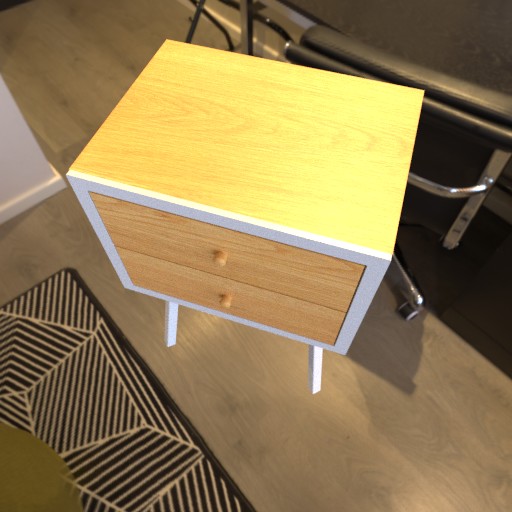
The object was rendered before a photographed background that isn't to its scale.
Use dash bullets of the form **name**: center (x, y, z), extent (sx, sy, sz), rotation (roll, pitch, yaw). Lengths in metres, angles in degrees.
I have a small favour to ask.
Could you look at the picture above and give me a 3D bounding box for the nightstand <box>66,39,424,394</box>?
- **nightstand**: center (0.000, 0.000, 0.837), extent (0.400, 0.601, 0.316), rotation (16, 59, 10)
